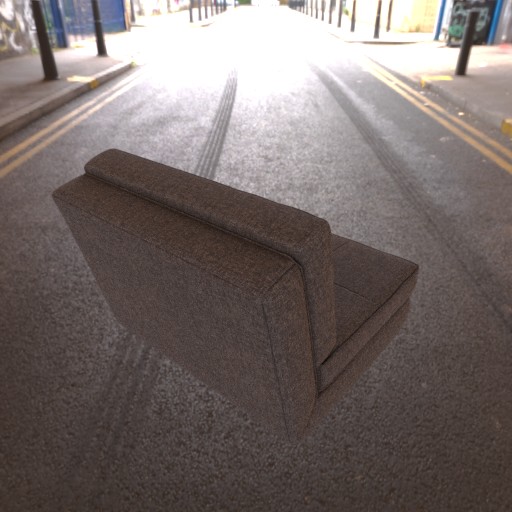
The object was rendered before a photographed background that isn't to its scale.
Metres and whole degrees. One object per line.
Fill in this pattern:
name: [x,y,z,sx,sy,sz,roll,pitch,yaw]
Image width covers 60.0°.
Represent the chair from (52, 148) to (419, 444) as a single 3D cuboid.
chair: [0.000,0.000,1.313,0.740,0.615,0.800,23,38,34]
